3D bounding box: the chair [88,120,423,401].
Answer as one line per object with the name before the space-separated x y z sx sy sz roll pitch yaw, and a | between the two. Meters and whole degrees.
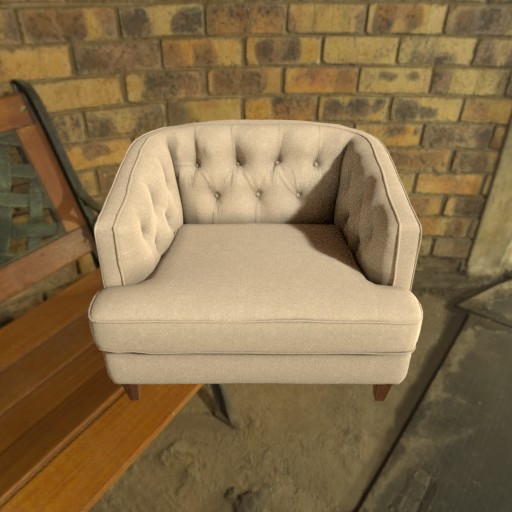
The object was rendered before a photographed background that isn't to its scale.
chair | 0.000 0.000 1.795 1.104 0.852 0.941 0 32 0
